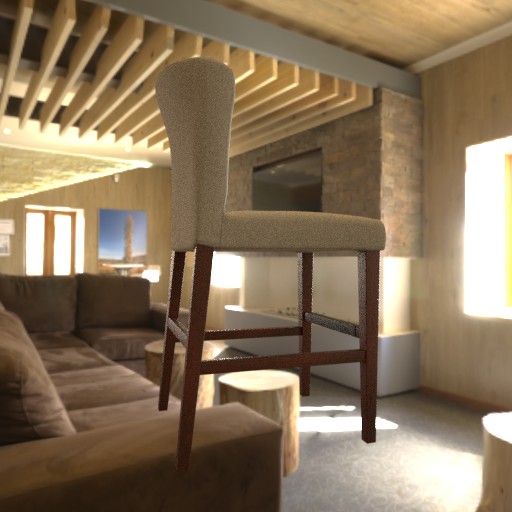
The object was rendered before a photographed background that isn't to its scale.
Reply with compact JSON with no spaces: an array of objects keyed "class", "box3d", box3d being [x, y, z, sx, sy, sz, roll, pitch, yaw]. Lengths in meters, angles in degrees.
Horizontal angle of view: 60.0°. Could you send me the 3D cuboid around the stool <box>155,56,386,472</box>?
[{"class":"stool","box3d":[0.000,0.000,1.277,0.568,0.968,0.479,0,0,-18]}]
